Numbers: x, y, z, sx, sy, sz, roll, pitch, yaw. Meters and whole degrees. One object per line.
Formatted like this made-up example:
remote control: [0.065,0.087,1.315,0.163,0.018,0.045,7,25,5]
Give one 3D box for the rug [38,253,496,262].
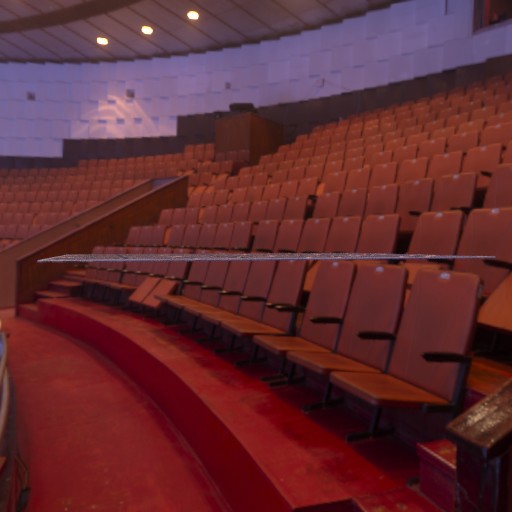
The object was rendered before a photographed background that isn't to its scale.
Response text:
rug: [0.000,0.000,2.779,2.284,0.008,1.522,0,1,-19]
